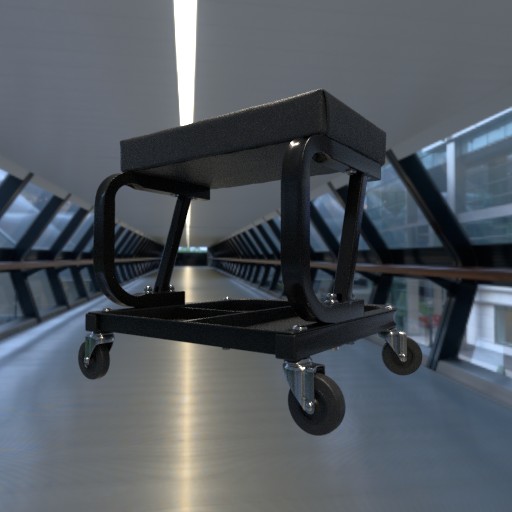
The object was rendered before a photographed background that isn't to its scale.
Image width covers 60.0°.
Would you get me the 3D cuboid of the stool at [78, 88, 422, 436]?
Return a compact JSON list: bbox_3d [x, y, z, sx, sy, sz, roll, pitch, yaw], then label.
[{"bbox_3d":[0.000,0.000,0.708,0.446,0.380,0.371,-1,-2,36],"label":"stool"}]
